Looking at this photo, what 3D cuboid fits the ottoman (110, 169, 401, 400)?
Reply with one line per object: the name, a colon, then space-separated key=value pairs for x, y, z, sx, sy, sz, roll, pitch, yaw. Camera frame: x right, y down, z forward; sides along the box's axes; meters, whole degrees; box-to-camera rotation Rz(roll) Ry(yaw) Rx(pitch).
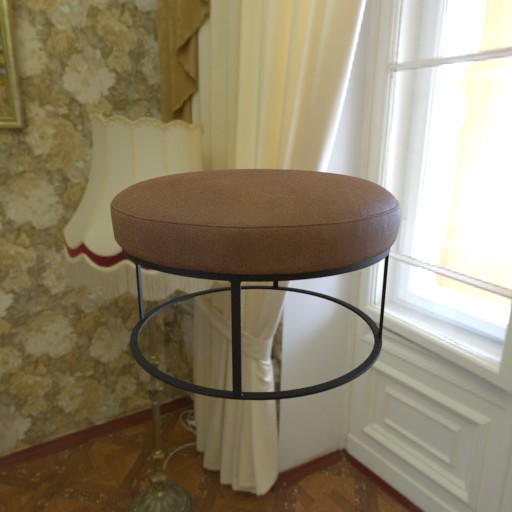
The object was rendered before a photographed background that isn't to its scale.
ottoman: x=0.000 y=0.000 z=1.278 sx=0.771 sy=0.460 sz=0.771 roll=0 pitch=16 yaw=0
